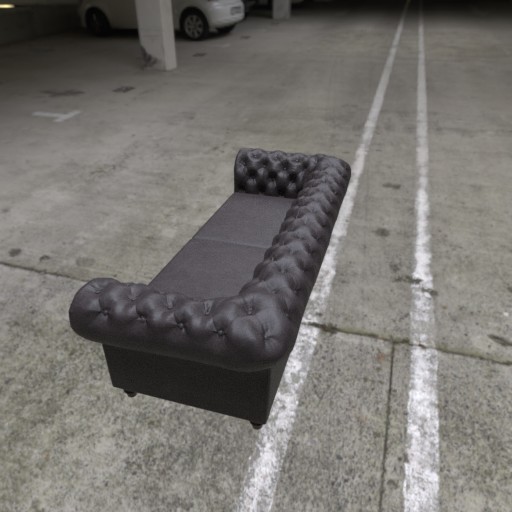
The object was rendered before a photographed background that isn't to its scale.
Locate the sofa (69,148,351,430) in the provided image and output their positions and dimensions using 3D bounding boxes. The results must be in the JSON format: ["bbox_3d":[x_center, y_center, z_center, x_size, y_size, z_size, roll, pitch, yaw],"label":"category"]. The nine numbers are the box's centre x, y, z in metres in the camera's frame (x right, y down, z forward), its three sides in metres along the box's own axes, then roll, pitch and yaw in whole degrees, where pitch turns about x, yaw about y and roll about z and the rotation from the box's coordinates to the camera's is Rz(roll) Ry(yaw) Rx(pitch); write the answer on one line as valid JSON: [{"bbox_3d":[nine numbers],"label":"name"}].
[{"bbox_3d":[0.000,0.000,2.848,0.944,0.783,2.385,9,31,15],"label":"sofa"}]
